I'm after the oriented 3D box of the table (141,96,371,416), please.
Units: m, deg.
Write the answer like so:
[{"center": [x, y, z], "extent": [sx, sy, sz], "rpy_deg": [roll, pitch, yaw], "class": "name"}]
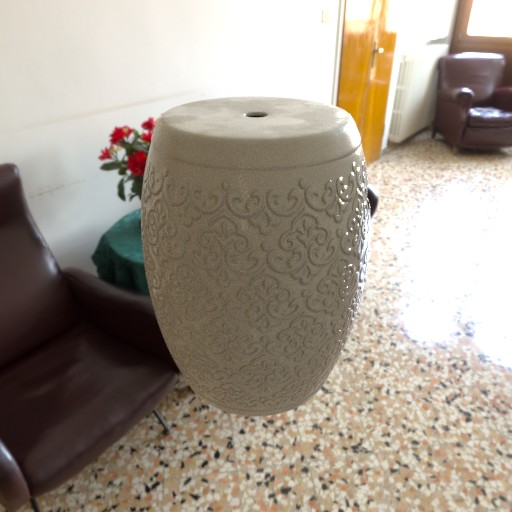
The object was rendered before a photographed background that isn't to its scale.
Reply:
[{"center": [0.000, 0.000, 0.631], "extent": [0.309, 0.397, 0.309], "rpy_deg": [0, 30, 0], "class": "table"}]
